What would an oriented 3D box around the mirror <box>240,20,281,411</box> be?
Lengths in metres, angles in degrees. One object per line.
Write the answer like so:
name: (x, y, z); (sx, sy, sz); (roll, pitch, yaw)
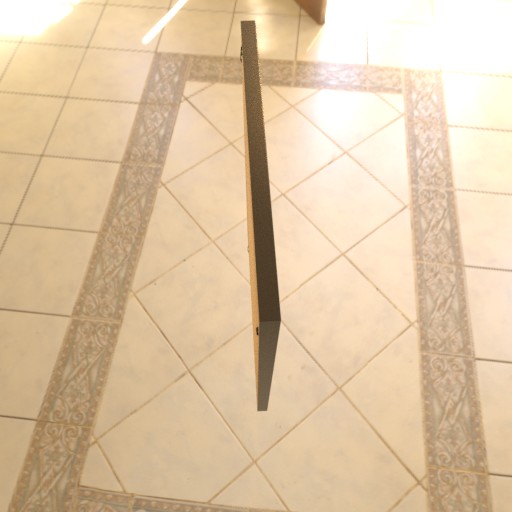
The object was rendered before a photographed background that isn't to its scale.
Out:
mirror: (0.000, 0.000, 1.352); (0.041, 1.016, 0.762); (-3, 63, -1)
